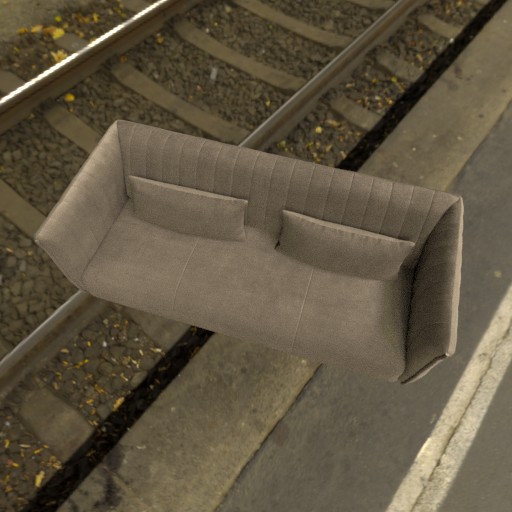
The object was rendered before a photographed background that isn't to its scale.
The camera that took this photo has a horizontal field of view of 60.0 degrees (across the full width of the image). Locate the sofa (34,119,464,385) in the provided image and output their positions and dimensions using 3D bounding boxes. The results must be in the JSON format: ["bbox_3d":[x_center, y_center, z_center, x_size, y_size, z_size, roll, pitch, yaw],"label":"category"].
[{"bbox_3d":[0.000,0.000,2.440,1.980,0.780,0.876,15,60,9],"label":"sofa"}]
